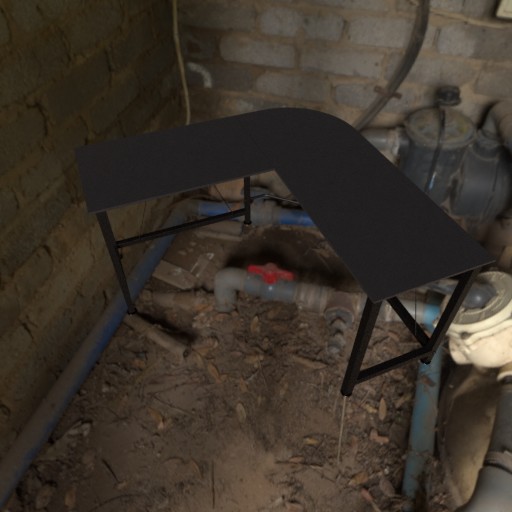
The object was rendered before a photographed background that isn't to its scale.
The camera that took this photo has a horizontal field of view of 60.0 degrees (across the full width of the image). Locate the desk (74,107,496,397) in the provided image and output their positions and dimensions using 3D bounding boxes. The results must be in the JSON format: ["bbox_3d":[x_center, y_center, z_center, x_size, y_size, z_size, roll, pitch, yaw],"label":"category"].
[{"bbox_3d":[0.000,0.000,2.224,1.400,0.762,1.400,-16,48,-15],"label":"desk"}]
